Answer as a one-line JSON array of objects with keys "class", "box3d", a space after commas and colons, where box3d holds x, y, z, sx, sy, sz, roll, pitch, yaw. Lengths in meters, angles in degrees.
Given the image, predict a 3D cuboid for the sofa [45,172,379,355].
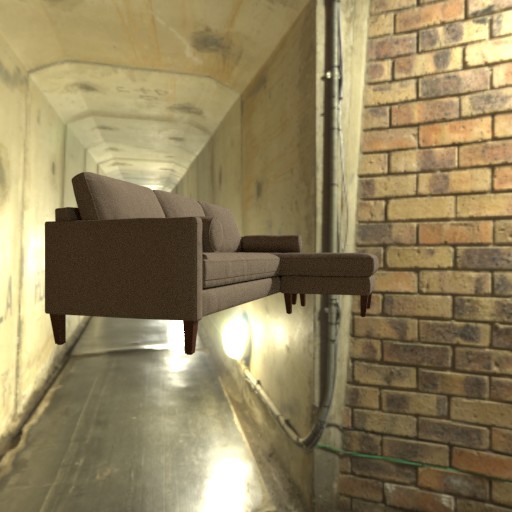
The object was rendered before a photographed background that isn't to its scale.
[{"class": "sofa", "box3d": [0.000, 0.000, 2.975, 1.506, 0.875, 2.178, 0, 0, 18]}]
